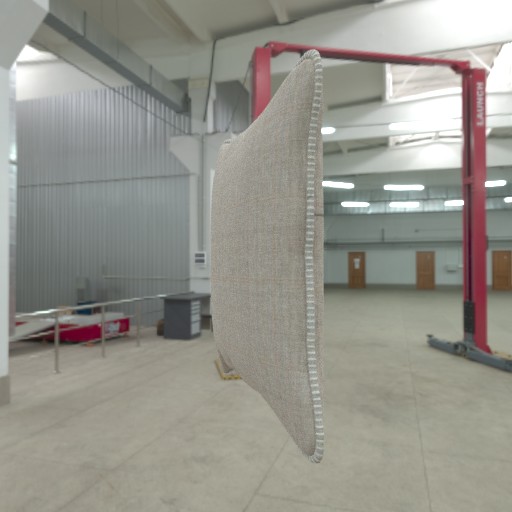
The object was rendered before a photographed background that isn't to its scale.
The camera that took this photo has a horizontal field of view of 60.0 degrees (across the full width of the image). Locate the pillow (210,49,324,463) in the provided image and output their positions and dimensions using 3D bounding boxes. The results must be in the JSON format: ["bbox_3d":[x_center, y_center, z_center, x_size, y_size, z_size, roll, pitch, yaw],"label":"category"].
[{"bbox_3d":[0.000,0.000,0.733,0.124,0.494,0.485,0,-1,-18],"label":"pillow"}]
